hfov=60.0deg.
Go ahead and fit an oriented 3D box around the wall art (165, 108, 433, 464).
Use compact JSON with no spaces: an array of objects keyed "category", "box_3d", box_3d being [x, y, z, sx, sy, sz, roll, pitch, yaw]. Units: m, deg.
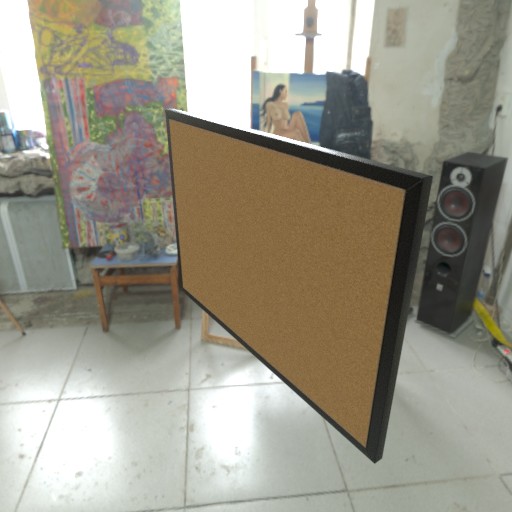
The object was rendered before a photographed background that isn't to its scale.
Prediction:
[{"category":"wall art","box_3d":[0.000,0.000,0.559,0.013,0.306,0.440,-18,31,-32]}]
